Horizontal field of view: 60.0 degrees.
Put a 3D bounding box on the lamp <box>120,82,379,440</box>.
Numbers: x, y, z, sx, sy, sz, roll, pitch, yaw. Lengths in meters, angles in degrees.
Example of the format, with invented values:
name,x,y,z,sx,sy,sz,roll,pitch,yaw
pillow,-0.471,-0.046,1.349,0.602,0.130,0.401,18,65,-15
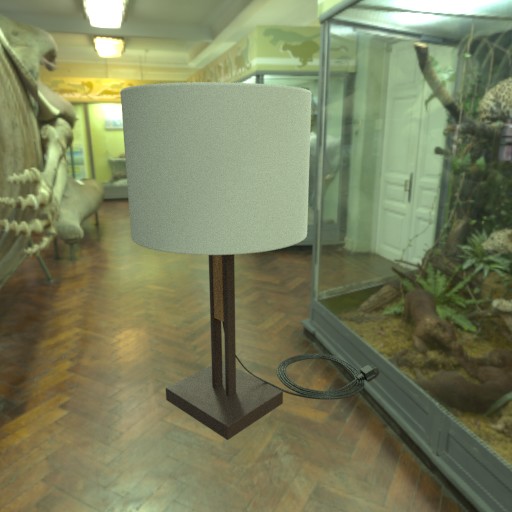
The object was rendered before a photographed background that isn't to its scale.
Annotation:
name,x,y,z,sx,sy,sz,roll,pitch,yaw
lamp,0.000,0.000,0.977,0.396,0.668,0.525,14,20,41
